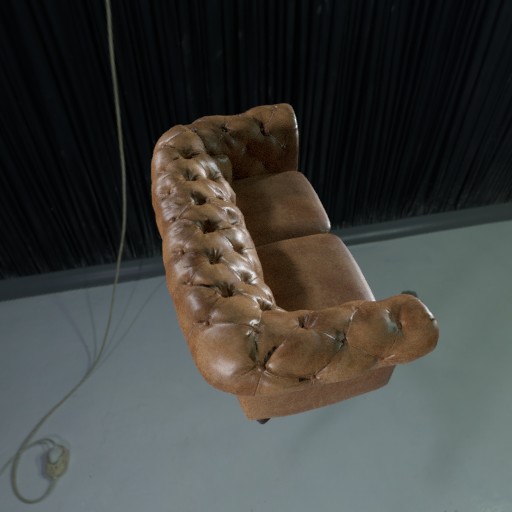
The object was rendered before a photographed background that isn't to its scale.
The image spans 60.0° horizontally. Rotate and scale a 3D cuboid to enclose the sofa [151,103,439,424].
[{"bbox_3d":[0.000,0.000,2.586,1.042,0.877,1.979,-11,48,-10],"label":"sofa"}]
